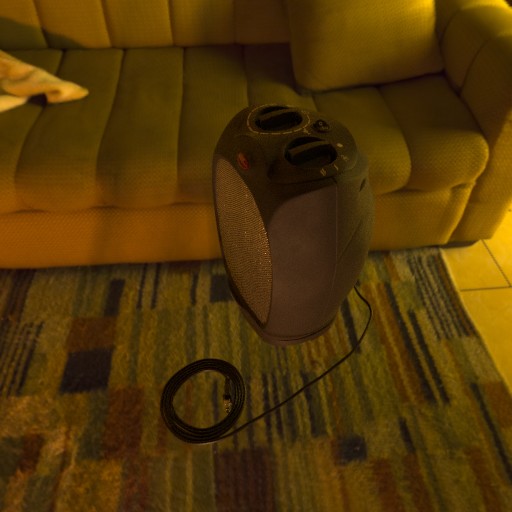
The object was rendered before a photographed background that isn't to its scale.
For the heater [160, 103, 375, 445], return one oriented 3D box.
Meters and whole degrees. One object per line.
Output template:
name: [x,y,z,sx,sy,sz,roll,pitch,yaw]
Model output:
heater: [0.000,0.000,0.473,0.291,0.255,0.239,-19,51,-17]
